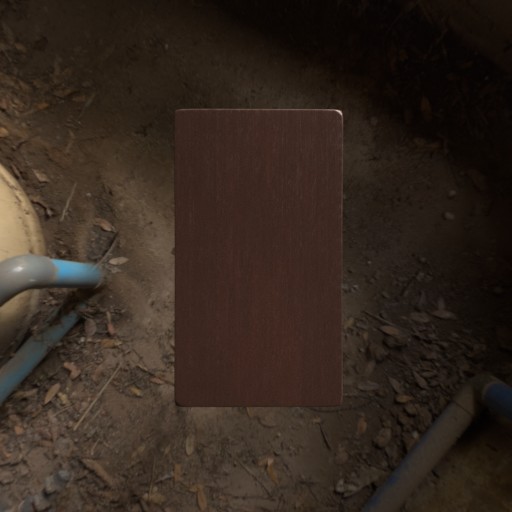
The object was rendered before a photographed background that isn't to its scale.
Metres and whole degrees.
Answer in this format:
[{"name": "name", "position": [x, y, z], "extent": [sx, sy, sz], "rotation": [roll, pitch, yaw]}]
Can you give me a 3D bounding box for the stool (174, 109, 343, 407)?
[{"name": "stool", "position": [0.000, 0.000, 0.972], "extent": [0.322, 0.742, 0.406], "rotation": [0, 91, -1]}]
